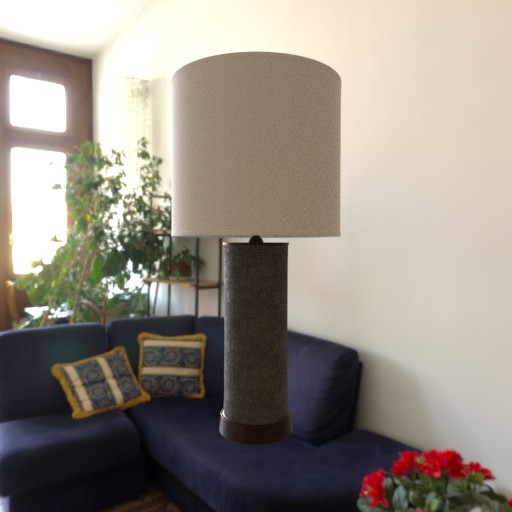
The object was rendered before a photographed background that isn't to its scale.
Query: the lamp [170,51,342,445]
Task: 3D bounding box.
[{"bbox_3d":[0.000,0.000,0.802,0.301,0.630,0.301,0,2,17],"label":"lamp"}]
